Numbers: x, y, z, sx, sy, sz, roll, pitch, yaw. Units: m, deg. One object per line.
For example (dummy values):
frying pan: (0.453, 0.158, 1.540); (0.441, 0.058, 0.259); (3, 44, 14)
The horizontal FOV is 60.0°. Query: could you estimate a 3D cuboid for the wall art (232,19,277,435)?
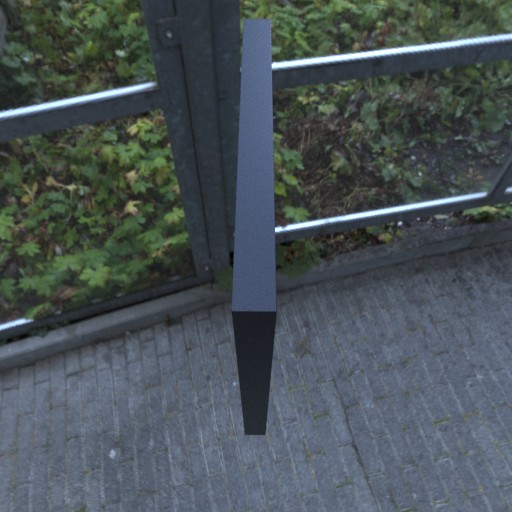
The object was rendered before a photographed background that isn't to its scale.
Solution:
wall art: (0.000, 0.000, 0.520); (0.028, 0.380, 0.325); (0, 57, 0)
